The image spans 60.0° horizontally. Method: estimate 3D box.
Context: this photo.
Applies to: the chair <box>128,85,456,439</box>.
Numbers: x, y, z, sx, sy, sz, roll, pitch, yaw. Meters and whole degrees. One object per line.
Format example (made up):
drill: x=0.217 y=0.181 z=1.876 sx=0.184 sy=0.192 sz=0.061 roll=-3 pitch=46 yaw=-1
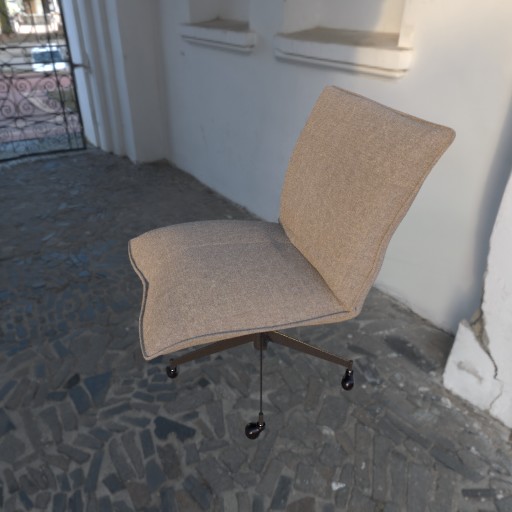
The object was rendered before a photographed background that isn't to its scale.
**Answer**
chair: x=0.000 y=0.000 z=1.255 sx=0.696 sy=0.811 sz=0.597 roll=-9 pitch=32 yaw=-14
